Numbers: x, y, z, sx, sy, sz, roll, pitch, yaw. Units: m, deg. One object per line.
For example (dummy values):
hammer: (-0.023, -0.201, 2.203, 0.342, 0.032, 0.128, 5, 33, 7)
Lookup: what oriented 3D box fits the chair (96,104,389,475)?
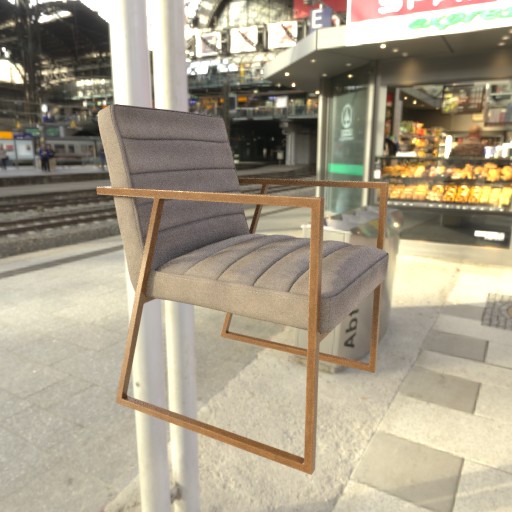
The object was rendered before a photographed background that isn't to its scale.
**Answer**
chair: (0.000, 0.000, 1.308, 0.682, 0.843, 0.578, 7, 15, 29)
